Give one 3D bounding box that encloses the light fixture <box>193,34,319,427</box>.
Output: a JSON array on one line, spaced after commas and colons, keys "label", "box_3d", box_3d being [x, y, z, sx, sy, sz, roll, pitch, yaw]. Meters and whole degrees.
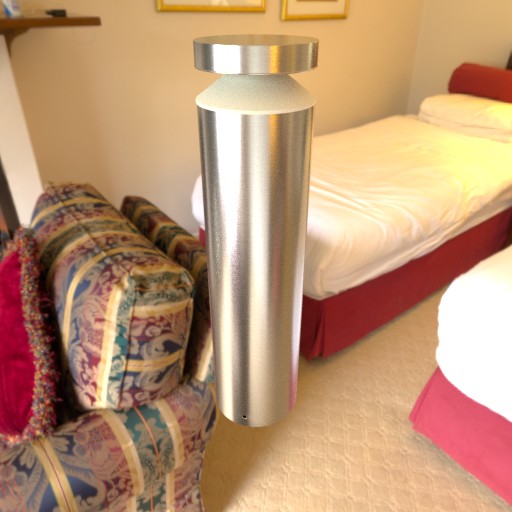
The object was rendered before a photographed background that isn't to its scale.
[{"label": "light fixture", "box_3d": [0.000, 0.000, 0.454, 0.102, 0.400, 0.102, 8, 31, 13]}]
